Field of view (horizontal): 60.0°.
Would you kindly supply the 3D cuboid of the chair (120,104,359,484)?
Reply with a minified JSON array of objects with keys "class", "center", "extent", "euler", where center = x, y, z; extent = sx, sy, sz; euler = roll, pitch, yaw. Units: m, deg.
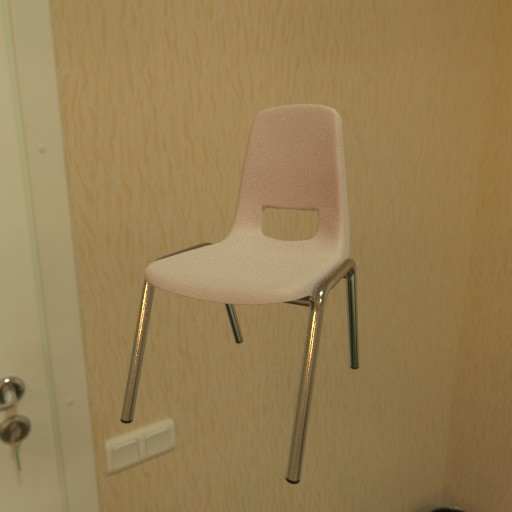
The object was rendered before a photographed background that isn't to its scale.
[{"class":"chair","center":[0.000,0.000,0.853],"extent":[0.354,0.586,0.423],"euler":[7,15,26]}]
